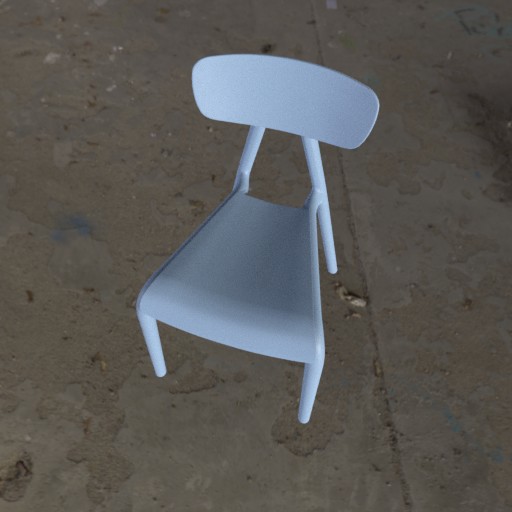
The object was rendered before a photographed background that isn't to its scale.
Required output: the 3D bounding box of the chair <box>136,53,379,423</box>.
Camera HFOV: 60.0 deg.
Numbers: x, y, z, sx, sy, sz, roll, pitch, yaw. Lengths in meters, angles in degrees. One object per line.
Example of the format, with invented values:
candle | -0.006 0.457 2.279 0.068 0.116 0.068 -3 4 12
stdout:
chair | 0.000 0.000 0.826 0.356 0.580 0.401 15 60 9
